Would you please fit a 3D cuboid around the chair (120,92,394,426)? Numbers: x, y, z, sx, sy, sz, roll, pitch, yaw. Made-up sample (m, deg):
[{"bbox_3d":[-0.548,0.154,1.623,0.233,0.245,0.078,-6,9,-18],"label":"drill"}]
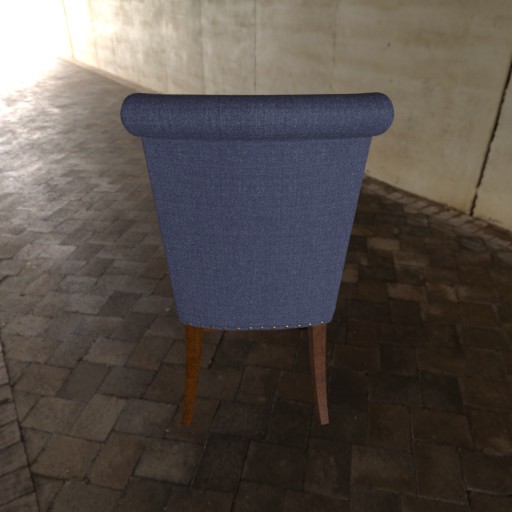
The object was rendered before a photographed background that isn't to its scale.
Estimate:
[{"bbox_3d":[0.000,0.000,1.291,0.513,0.988,0.608,0,30,-1],"label":"chair"}]
